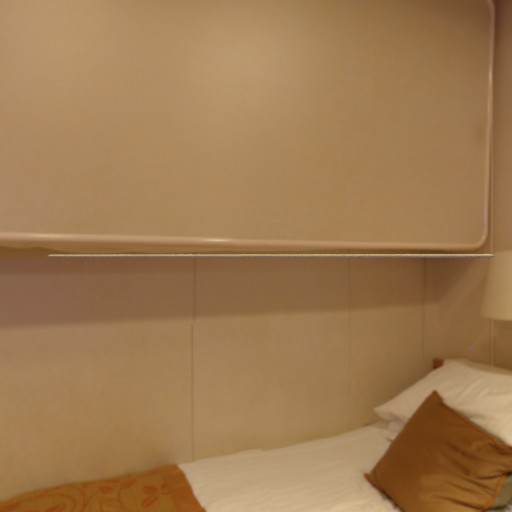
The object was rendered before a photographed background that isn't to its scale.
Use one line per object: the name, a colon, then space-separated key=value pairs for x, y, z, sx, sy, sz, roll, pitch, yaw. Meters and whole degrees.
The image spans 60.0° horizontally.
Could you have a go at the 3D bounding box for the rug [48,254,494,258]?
rug: x=0.000 y=0.000 z=2.489 sx=2.276 sy=0.014 sz=0.678 roll=0 pitch=0 yaw=18
